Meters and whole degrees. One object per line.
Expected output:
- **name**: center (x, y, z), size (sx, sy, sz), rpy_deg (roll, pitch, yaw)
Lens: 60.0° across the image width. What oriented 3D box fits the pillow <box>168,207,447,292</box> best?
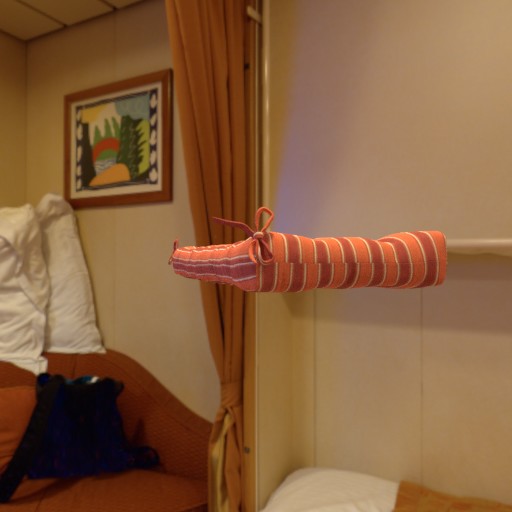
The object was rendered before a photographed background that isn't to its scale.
- **pillow**: center (0.000, 0.000, 1.395), size (0.511, 0.174, 1.194), rpy_deg (0, -1, -18)
